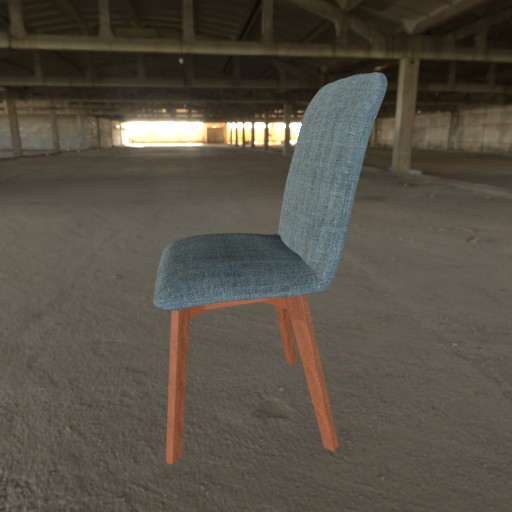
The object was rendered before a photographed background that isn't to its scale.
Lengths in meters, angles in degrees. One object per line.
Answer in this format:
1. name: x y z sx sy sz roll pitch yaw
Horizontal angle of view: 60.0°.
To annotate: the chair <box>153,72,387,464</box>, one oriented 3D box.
1. chair: 0.000 0.000 1.293 0.563 0.974 0.522 -2 15 -8
